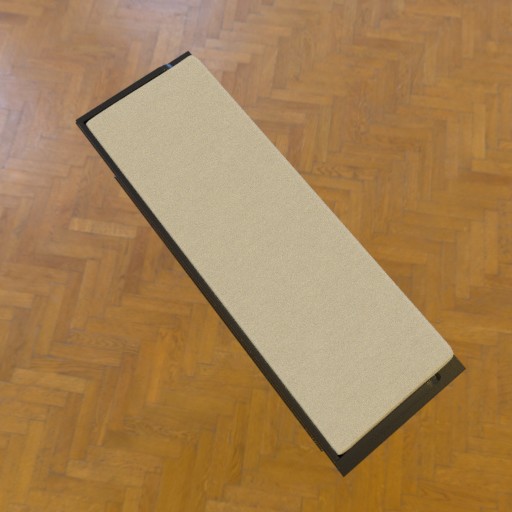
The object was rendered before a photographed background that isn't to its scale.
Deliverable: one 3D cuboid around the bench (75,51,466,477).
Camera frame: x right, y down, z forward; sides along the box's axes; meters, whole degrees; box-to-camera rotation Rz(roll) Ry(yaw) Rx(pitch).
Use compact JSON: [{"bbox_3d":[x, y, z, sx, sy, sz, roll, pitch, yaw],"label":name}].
[{"bbox_3d":[0.000,0.000,1.384,0.402,0.501,1.185,-37,78,-9],"label":"bench"}]
